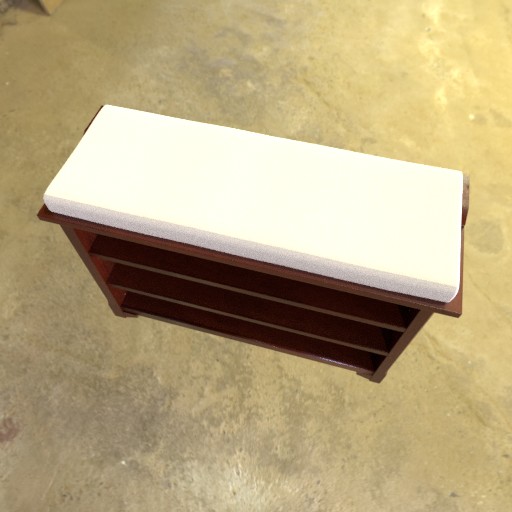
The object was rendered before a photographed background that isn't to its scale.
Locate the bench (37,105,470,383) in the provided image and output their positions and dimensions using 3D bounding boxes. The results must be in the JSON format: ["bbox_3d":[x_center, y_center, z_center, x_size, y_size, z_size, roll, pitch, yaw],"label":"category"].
[{"bbox_3d":[0.000,0.000,1.304,0.987,0.646,0.369,13,59,8],"label":"bench"}]
